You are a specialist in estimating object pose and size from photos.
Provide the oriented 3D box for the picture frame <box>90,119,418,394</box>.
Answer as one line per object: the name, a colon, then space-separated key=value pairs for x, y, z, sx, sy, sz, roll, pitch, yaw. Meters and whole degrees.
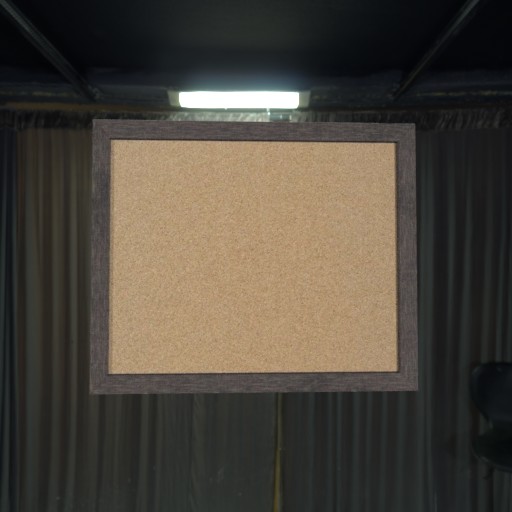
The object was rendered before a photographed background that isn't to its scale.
picture frame: x=0.000 y=0.000 z=0.757 sx=0.546 sy=0.455 sz=0.026 roll=0 pitch=-2 yaw=-2
